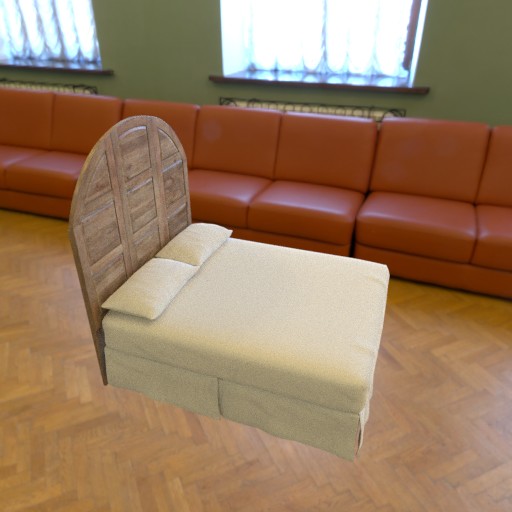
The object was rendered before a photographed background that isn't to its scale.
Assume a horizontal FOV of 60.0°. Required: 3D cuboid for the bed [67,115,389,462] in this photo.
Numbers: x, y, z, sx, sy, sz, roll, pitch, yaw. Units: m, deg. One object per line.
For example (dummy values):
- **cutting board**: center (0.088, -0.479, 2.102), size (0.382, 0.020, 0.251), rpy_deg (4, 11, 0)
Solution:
- **bed**: center (0.000, 0.000, 3.535), size (2.112, 2.002, 1.713), rpy_deg (10, 31, 17)
